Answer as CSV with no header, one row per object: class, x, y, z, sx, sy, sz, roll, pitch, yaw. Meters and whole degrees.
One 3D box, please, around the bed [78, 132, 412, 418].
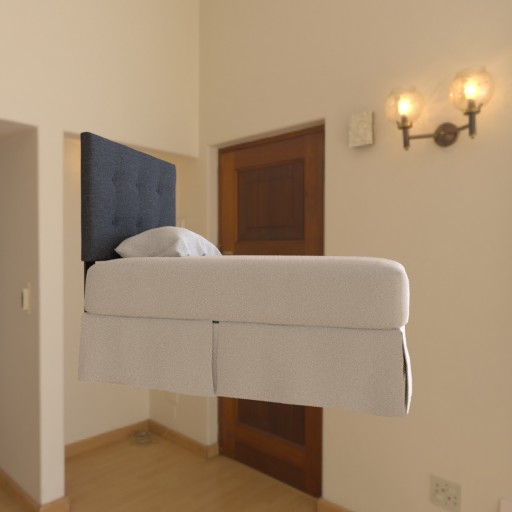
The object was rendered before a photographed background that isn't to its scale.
bed,0.000,0.000,3.026,1.997,1.571,1.261,0,1,18
